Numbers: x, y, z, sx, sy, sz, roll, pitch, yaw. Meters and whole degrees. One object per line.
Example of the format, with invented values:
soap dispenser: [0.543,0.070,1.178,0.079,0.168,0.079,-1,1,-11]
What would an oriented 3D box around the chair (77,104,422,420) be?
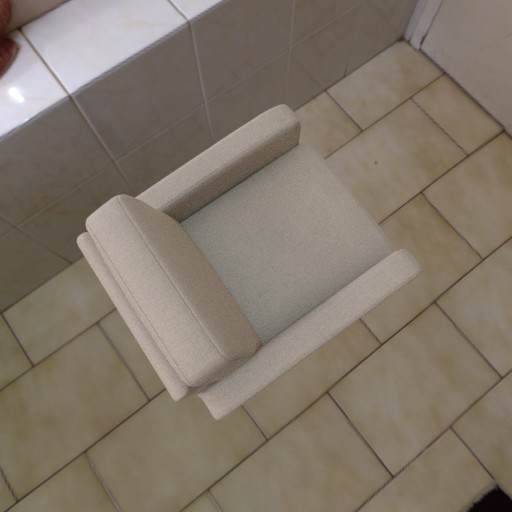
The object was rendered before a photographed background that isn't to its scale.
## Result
chair: [0.000,0.000,1.544,0.888,0.827,0.755,-34,77,-9]
